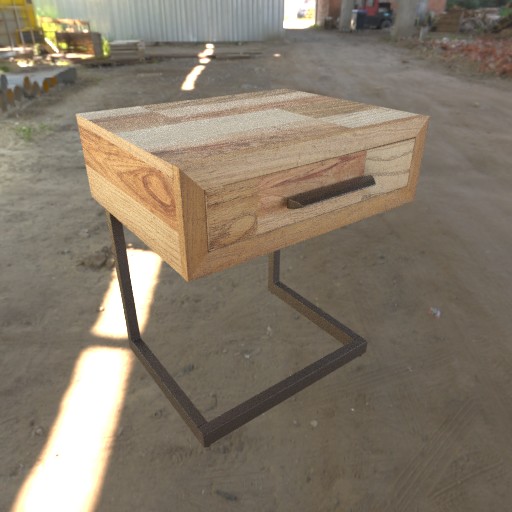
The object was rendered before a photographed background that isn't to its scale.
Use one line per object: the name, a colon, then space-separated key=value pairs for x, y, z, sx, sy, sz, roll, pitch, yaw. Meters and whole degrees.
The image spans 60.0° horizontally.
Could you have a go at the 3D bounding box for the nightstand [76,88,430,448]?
nightstand: x=0.000 y=0.000 z=1.029 sx=0.558 sy=0.632 sz=0.481 roll=-20 pitch=35 yaw=-31
